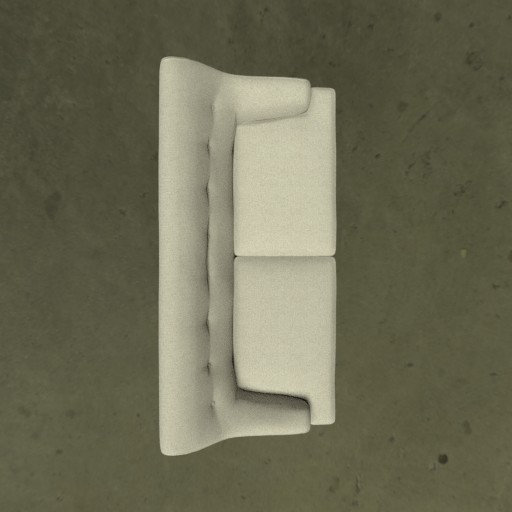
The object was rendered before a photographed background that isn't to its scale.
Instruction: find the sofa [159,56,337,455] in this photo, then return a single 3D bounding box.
[{"bbox_3d":[0.000,0.000,2.605,0.978,0.871,2.057,0,90,-1],"label":"sofa"}]
